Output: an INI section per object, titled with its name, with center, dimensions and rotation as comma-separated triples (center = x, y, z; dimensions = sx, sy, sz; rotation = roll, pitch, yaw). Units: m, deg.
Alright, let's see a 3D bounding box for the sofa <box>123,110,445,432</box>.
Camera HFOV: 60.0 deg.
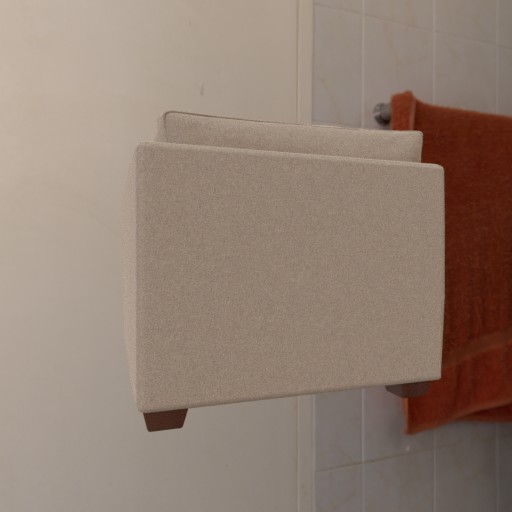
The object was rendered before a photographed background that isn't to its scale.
[sofa]
center = 0.000, 0.000, 1.932
dimensions = 1.084, 1.002, 1.146
rotation = 0, 0, -19
